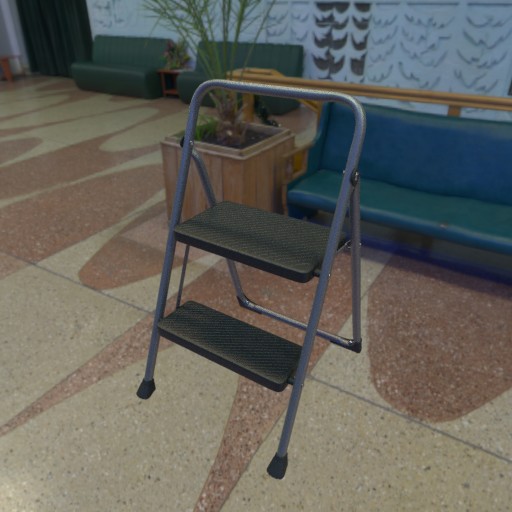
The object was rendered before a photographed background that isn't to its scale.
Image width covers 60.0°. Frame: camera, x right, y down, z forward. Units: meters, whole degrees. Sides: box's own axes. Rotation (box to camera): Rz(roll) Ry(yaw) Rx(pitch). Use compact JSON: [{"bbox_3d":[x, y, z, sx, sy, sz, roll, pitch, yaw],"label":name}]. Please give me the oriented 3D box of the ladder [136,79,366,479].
[{"bbox_3d":[0.000,0.000,1.011,0.430,0.720,0.472,18,35,28],"label":"ladder"}]
